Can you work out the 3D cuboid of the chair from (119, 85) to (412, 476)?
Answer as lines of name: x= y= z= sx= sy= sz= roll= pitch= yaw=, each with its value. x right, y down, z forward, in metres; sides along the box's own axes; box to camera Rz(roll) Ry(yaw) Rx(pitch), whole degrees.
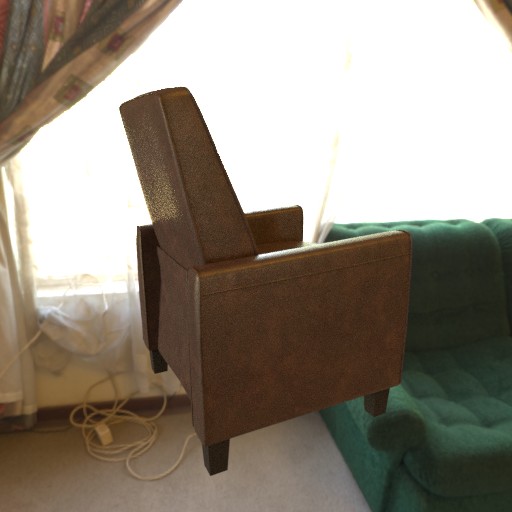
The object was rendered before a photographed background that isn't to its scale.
chair: x=0.000 y=0.000 z=1.490 sx=0.746 sy=1.013 sz=0.705 roll=-7 pitch=16 yaw=-26
